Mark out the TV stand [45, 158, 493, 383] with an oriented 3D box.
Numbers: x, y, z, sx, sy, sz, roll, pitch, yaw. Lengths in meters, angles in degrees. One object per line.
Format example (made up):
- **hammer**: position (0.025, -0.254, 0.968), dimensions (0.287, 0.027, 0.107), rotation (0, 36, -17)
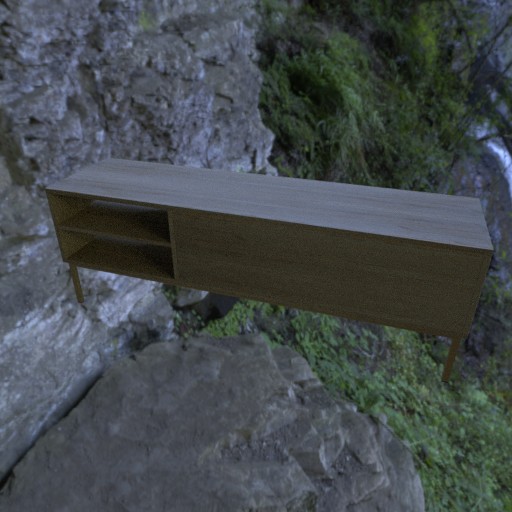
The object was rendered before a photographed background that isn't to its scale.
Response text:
- **TV stand**: position (0.000, 0.000, 1.822), dimensions (1.600, 0.550, 0.420), rotation (9, 31, 16)
